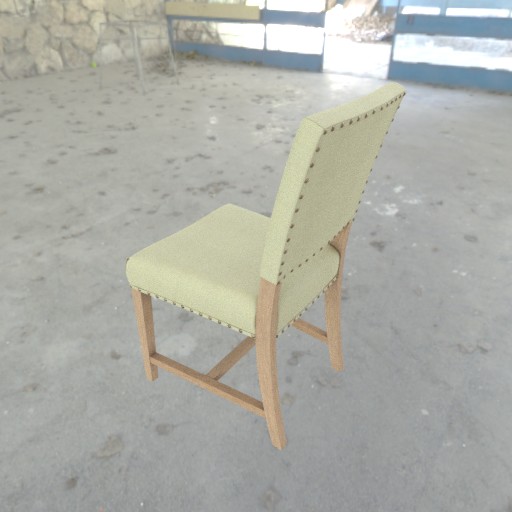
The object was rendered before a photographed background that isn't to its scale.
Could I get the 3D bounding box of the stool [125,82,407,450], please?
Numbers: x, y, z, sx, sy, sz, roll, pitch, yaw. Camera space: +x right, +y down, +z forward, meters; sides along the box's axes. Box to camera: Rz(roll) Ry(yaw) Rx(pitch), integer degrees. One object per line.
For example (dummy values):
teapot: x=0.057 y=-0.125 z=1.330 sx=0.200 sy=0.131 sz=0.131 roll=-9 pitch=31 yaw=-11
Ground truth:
stool: x=0.000 y=0.000 z=1.337 sx=0.623 sy=0.986 sz=0.508 roll=21 pitch=37 yaw=30
